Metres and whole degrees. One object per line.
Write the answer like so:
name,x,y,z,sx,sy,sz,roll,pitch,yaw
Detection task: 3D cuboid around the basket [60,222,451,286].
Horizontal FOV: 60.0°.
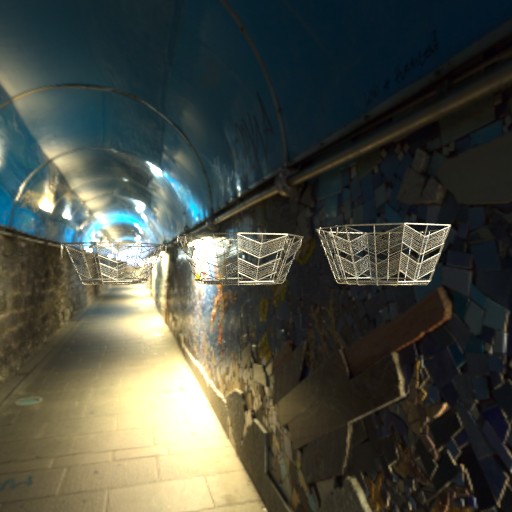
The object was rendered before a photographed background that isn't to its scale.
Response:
basket,0.000,0.000,1.427,1.246,0.178,0.432,0,-1,0
